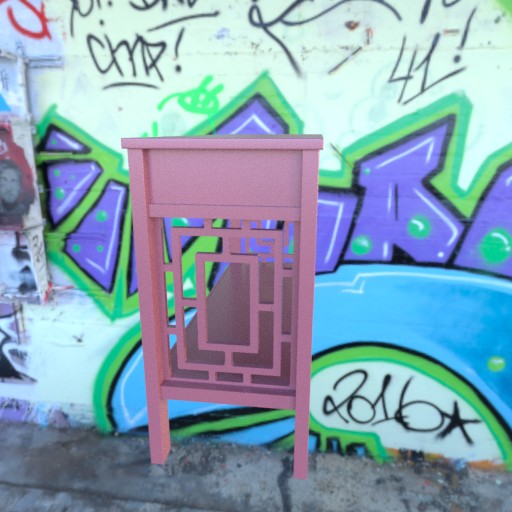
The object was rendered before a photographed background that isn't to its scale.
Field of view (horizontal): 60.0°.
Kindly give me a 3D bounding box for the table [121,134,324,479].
[{"bbox_3d":[0.000,0.000,1.435,0.397,0.753,1.068,2,16,8],"label":"table"}]
